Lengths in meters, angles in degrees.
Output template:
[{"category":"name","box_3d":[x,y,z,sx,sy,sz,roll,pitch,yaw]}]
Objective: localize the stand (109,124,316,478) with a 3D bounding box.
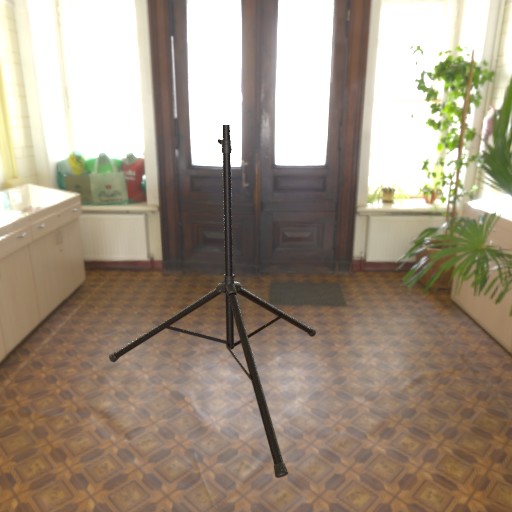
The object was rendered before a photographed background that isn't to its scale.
[{"category":"stand","box_3d":[0.000,0.000,2.789,1.596,1.595,1.339,16,23,42]}]
